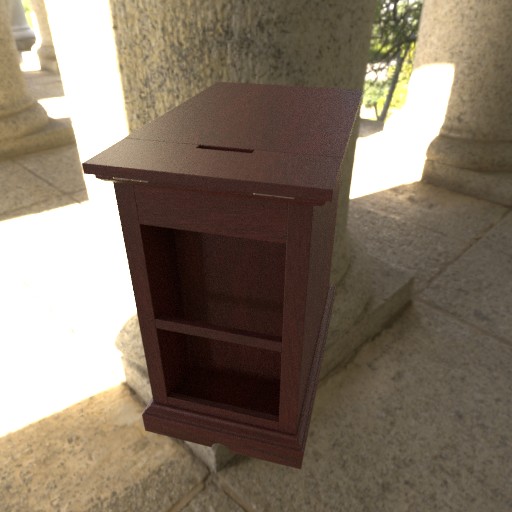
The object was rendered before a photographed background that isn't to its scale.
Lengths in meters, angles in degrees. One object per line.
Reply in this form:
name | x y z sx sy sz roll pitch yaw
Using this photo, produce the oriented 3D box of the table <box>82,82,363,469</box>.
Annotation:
table | 0.000 0.000 0.992 0.356 0.612 0.584 8 33 13
